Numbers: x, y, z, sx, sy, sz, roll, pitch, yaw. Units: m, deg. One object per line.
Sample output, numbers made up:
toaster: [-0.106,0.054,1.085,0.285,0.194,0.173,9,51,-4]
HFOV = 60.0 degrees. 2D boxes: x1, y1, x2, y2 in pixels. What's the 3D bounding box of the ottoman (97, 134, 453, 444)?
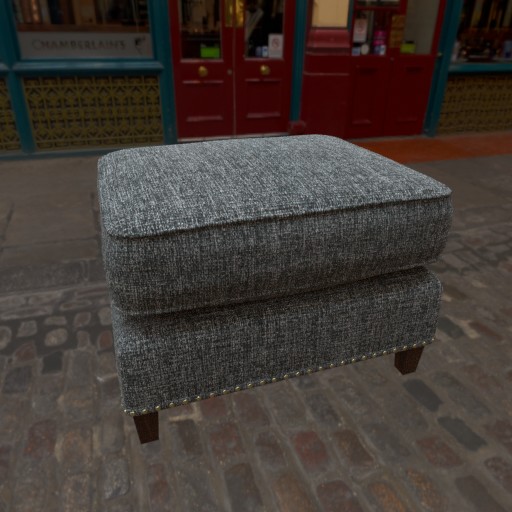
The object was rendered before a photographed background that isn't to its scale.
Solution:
ottoman: [0.000,0.000,1.131,0.738,0.537,0.589,-9,28,-17]
